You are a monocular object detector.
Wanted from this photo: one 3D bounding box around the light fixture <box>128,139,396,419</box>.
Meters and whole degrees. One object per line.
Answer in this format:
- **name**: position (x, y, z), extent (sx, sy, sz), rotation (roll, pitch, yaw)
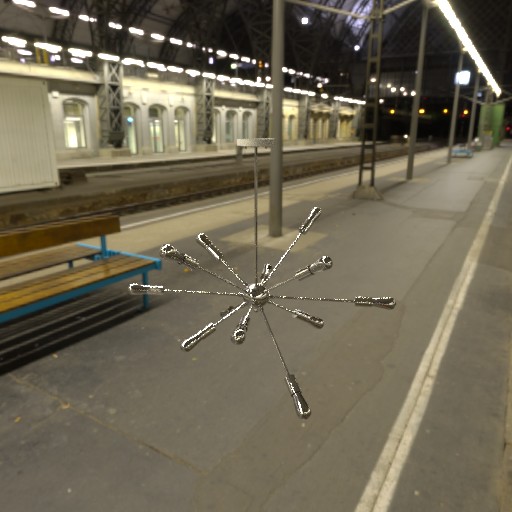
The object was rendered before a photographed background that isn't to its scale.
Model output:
- **light fixture**: position (0.000, 0.000, 1.092), extent (0.684, 0.558, 0.509), rotation (2, 16, 9)
